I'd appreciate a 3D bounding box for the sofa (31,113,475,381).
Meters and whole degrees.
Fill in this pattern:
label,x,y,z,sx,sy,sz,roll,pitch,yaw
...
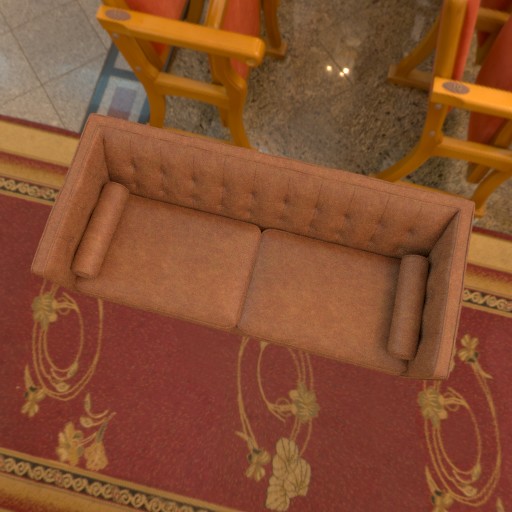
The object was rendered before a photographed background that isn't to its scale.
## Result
label,x,y,z,sx,sy,sz,roll,pitch,yaw
sofa,0.000,0.000,2.552,2.079,0.798,0.912,14,76,4
